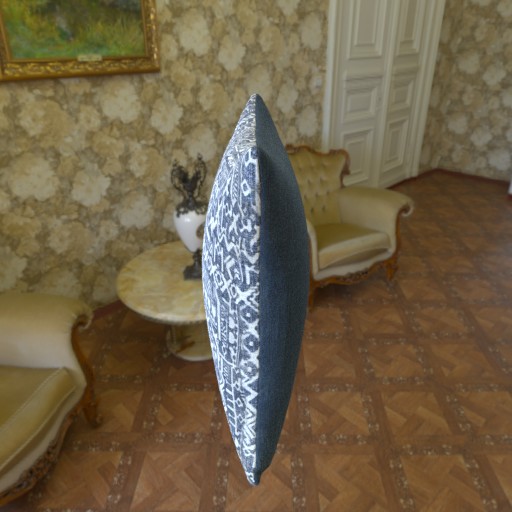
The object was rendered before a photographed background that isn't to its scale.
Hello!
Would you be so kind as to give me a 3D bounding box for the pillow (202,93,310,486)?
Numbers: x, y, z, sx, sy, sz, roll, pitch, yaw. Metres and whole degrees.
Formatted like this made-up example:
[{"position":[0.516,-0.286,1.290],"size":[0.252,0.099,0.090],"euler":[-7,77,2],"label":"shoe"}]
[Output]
[{"position":[0.000,0.000,0.773],"size":[0.180,0.487,0.546],"euler":[0,26,0],"label":"pillow"}]
